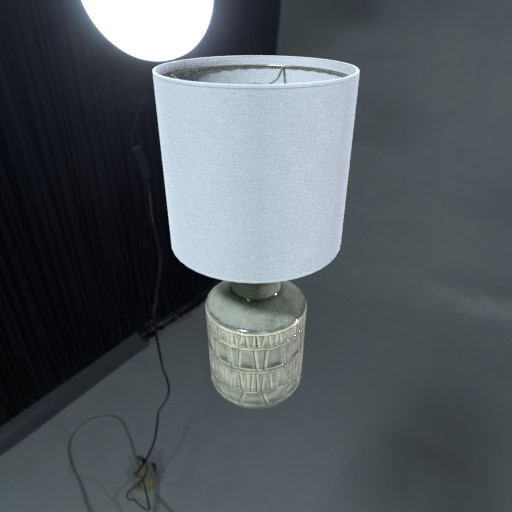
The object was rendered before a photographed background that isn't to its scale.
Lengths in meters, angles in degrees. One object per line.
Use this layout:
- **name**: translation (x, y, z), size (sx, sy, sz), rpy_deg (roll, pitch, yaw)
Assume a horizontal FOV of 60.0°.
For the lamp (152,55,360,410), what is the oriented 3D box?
- **lamp**: translation (0.000, 0.000, 0.575), size (0.211, 0.455, 0.211), rpy_deg (18, 35, 28)
